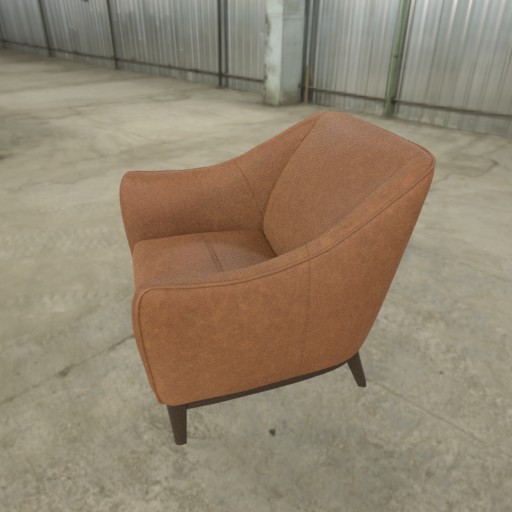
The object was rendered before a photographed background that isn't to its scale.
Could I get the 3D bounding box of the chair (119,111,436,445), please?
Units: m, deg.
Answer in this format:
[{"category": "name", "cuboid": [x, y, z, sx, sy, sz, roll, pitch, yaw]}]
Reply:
[{"category": "chair", "cuboid": [0.000, 0.000, 1.528, 0.852, 0.830, 0.871, -9, 30, -15]}]
